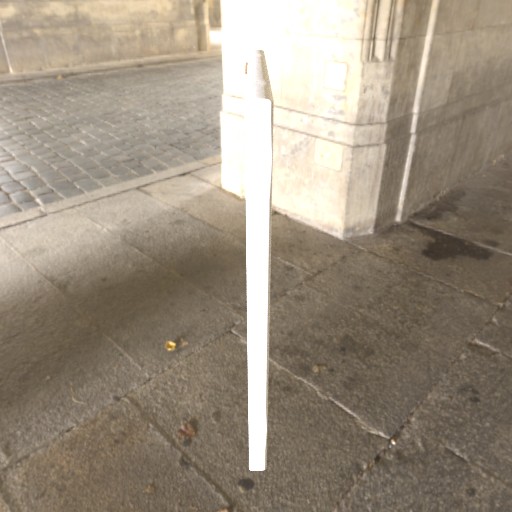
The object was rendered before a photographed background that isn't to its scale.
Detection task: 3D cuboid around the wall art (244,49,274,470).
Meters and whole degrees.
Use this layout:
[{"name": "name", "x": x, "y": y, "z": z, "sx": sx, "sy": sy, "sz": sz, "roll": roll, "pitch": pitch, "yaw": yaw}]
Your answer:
[{"name": "wall art", "x": 0.000, "y": 0.000, "z": 1.140, "sx": 0.048, "sy": 0.902, "sz": 0.602, "roll": 0, "pitch": 31, "yaw": 0}]
